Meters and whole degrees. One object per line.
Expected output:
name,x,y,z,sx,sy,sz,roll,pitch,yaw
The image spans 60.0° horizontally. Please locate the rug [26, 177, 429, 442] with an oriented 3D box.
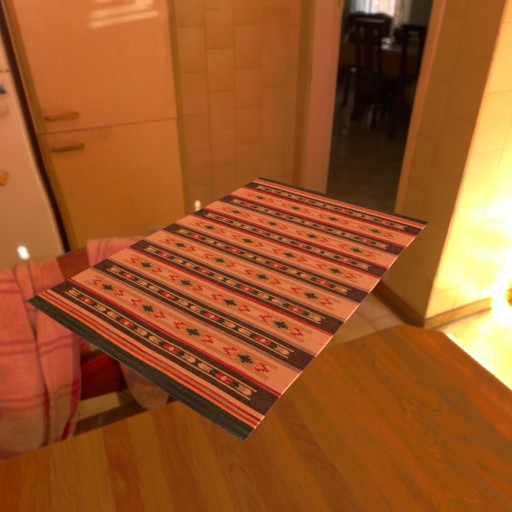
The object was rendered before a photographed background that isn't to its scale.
rug,0.000,0.000,2.303,1.221,0.009,1.825,21,37,30
